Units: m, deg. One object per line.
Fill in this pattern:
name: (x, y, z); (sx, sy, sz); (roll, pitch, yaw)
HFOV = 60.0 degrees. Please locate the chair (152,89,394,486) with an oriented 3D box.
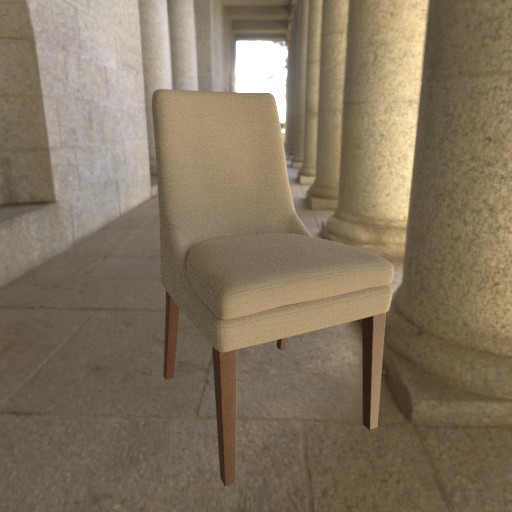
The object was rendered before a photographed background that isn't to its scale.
chair: (0.000, 0.000, 1.302); (0.515, 0.940, 0.638); (-8, 19, -26)
